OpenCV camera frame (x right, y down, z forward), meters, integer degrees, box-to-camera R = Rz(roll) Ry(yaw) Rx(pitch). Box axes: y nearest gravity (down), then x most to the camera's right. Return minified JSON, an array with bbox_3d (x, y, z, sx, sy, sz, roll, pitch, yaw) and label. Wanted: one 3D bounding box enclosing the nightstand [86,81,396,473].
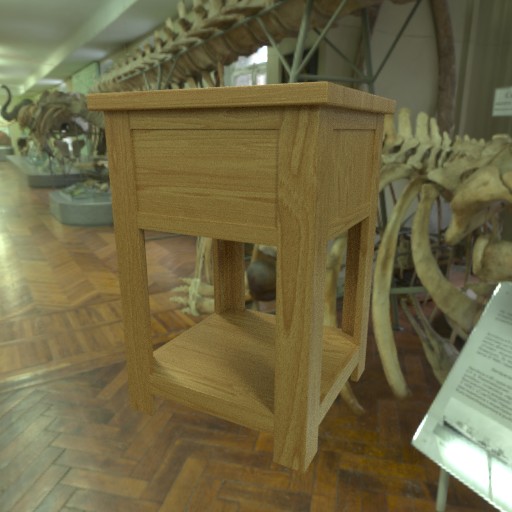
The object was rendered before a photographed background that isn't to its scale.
[{"bbox_3d":[0.000,0.000,0.910,0.428,0.614,0.418,8,18,27],"label":"nightstand"}]
